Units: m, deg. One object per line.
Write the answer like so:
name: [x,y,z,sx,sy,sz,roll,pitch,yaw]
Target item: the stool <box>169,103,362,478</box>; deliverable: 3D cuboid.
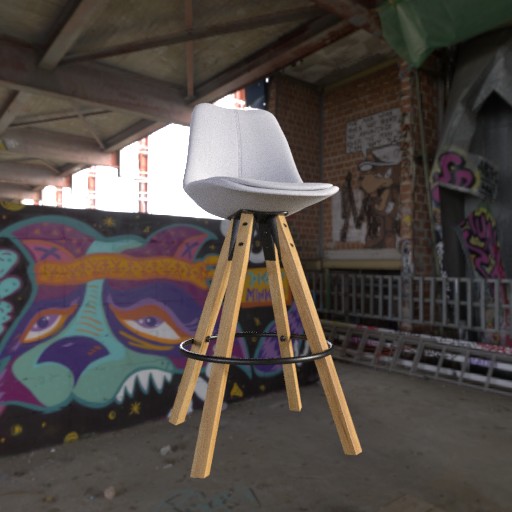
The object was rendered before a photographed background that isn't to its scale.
stool: [0.000,0.000,1.382,0.484,1.115,0.550,0,-1,-18]
